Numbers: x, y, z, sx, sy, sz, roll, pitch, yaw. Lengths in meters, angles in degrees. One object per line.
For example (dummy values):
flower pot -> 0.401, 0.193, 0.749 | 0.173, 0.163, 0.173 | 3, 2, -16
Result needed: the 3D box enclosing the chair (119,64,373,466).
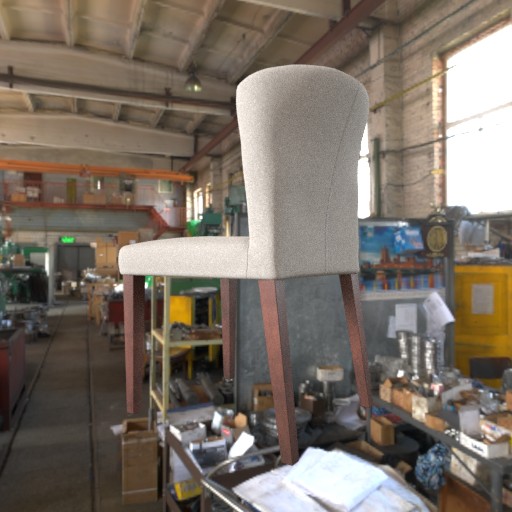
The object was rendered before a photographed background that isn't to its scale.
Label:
chair -> 0.000, 0.000, 1.206 | 0.592, 0.839, 0.491 | 0, 0, 35
